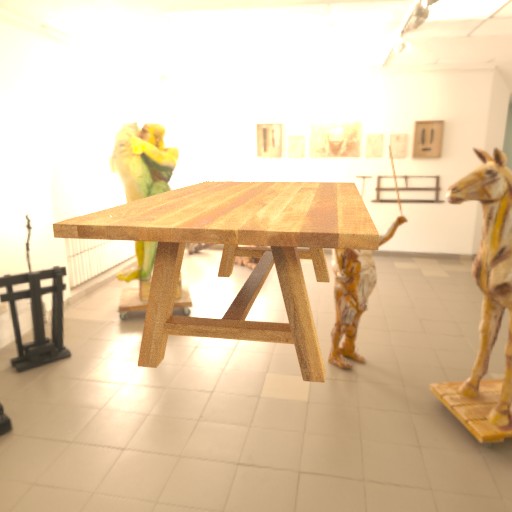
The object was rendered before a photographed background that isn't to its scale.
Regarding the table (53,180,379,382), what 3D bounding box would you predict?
[{"bbox_3d":[0.000,0.000,1.683,0.760,0.455,1.320,2,14,10],"label":"table"}]
